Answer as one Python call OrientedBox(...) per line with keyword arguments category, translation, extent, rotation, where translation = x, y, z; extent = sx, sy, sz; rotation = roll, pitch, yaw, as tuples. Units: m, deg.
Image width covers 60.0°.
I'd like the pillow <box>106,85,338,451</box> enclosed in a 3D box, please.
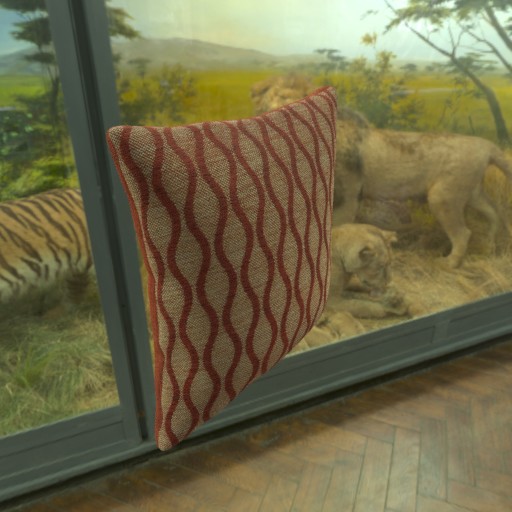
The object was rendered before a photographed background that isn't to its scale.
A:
OrientedBox(category="pillow", translation=(0.000, 0.000, 0.647), extent=(0.159, 0.434, 0.429), rotation=(18, 32, 32))
